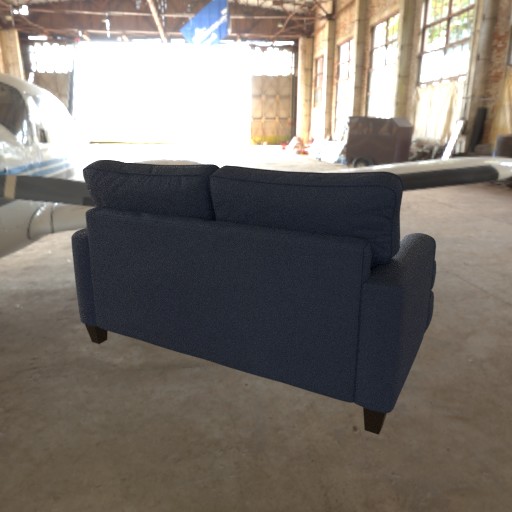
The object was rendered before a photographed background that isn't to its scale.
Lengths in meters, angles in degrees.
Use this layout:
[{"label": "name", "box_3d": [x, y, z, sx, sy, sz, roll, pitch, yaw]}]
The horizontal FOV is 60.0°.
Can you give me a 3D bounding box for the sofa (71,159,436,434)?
[{"label": "sofa", "box_3d": [0.000, 0.000, 2.258, 1.651, 0.965, 0.965, 9, 18, 28]}]
